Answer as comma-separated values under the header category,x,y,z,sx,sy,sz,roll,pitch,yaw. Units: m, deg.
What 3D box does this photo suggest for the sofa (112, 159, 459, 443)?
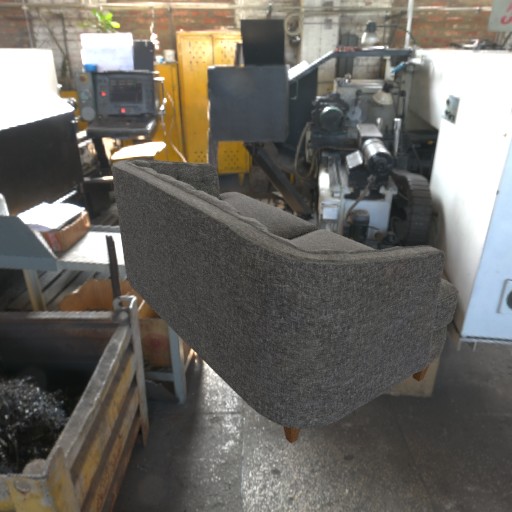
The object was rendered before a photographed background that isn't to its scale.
category,x,y,z,sx,sy,sz,roll,pitch,yaw
sofa,0.000,0.000,2.262,0.941,0.855,1.733,-18,31,-33
